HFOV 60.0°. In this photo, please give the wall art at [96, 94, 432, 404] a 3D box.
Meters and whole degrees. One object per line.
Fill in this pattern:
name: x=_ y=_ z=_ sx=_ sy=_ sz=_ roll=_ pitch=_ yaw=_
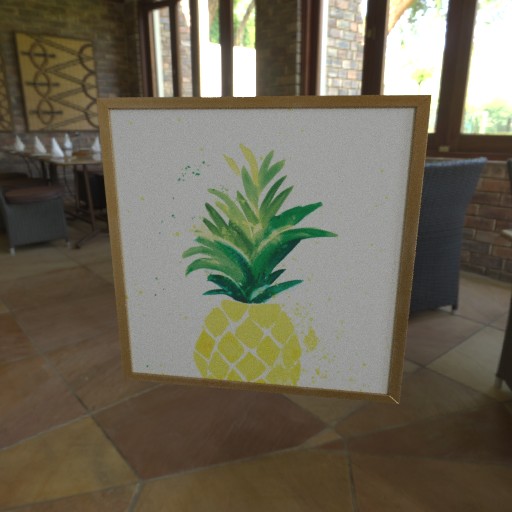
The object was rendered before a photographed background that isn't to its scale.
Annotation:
wall art: x=0.000 y=0.000 z=1.122 sx=0.762 sy=0.760 sz=0.037 roll=3 pitch=17 yaw=8
